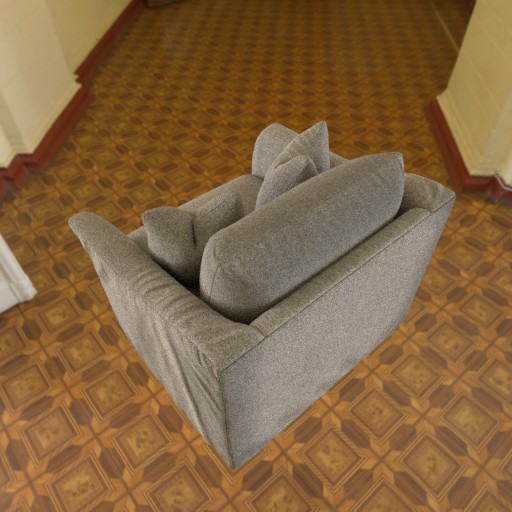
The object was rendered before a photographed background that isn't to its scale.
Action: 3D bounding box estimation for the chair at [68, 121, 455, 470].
[{"bbox_3d":[0.000,0.000,1.987,1.194,1.059,1.071,-32,55,-26],"label":"chair"}]
